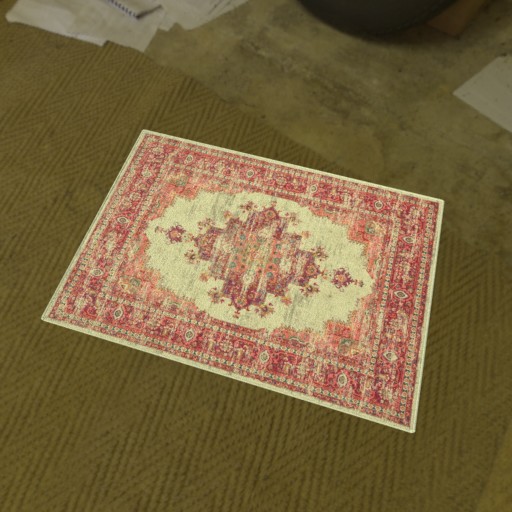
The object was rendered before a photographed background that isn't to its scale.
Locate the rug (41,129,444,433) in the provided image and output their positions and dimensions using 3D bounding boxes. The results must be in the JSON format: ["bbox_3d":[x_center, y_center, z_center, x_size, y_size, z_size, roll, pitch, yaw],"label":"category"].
[{"bbox_3d":[0.000,0.000,2.229,1.747,0.011,1.217,15,64,7],"label":"rug"}]
